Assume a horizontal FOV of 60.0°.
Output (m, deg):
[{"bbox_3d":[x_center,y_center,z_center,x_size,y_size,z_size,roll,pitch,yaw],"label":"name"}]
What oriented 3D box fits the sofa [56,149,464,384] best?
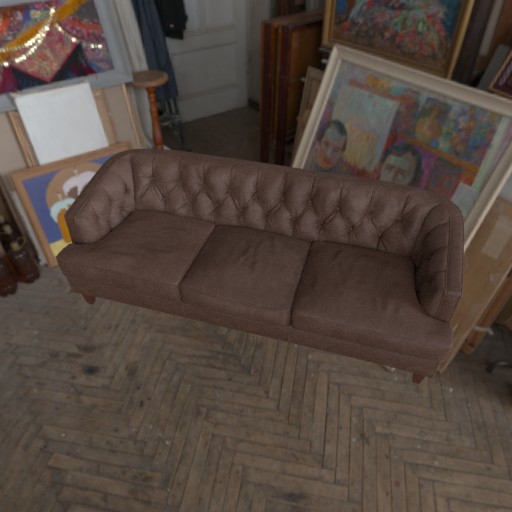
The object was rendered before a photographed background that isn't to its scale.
[{"bbox_3d":[0.000,0.000,2.688,2.227,0.787,0.927,11,42,13],"label":"sofa"}]
